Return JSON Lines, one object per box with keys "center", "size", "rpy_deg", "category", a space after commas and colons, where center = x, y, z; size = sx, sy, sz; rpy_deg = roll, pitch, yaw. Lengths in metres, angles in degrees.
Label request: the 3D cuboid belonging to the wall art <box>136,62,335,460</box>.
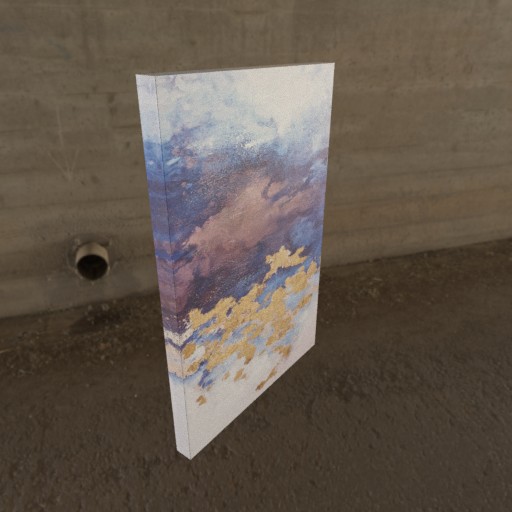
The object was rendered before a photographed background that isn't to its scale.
{"center": [0.000, 0.000, 1.114], "size": [0.048, 0.874, 0.583], "rpy_deg": [19, 32, 34], "category": "wall art"}
